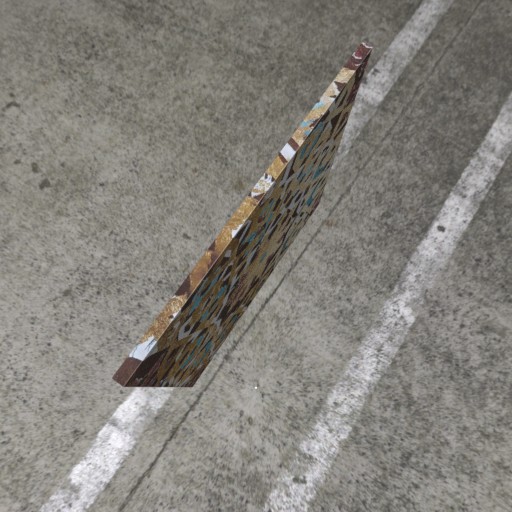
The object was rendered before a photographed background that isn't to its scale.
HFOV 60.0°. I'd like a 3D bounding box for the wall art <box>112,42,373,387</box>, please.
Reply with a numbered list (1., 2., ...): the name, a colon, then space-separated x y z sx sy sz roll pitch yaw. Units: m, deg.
1. wall art: 0.000 0.000 1.129 0.028 0.762 0.757 33 76 9
